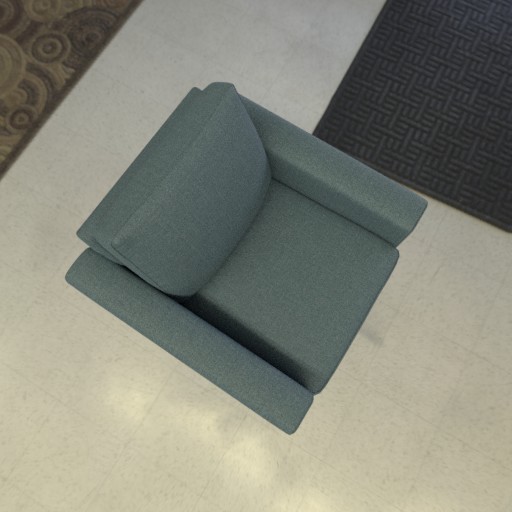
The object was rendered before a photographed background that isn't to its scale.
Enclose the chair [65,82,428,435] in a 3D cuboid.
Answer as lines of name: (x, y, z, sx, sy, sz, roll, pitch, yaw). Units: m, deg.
chair: (0.000, 0.000, 1.855, 1.038, 1.010, 1.024, 32, 77, 9)
